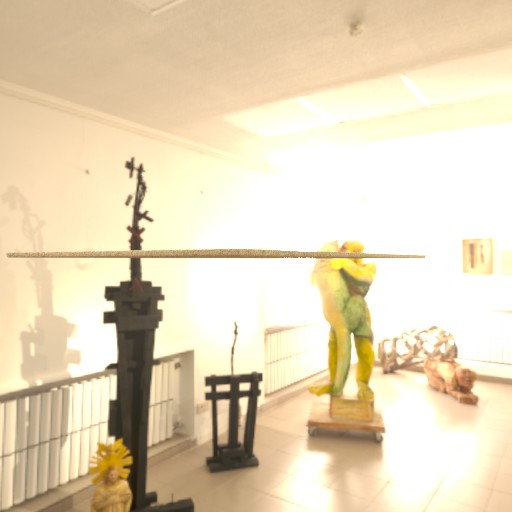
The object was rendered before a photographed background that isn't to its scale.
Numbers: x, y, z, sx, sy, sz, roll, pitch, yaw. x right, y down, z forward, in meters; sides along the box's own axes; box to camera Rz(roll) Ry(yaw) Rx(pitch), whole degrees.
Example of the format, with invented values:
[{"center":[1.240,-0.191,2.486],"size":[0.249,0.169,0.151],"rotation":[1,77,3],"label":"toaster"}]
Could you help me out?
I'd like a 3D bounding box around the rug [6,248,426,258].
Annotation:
[{"center":[0.000,0.000,2.817],"size":[1.500,0.025,2.346],"rotation":[0,-1,35],"label":"rug"}]
